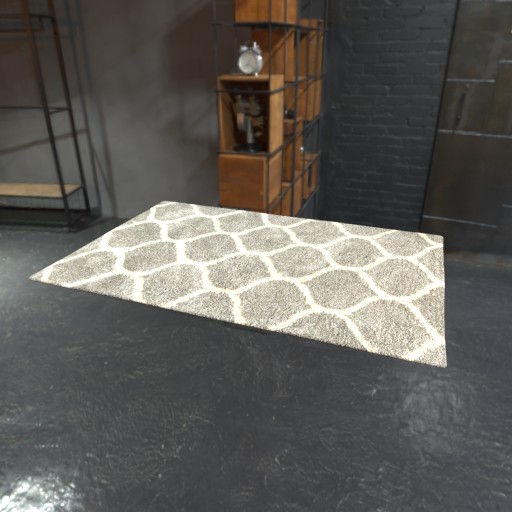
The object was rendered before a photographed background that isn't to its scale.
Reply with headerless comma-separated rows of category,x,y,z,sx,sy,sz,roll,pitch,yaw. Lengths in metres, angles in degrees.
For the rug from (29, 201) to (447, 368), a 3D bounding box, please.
rug,0.000,0.000,3.403,2.701,0.026,1.801,9,27,18
